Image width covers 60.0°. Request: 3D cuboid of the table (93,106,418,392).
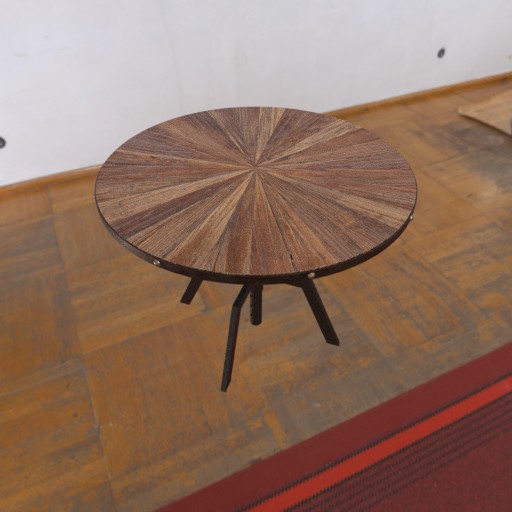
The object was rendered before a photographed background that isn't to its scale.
[{"bbox_3d":[0.000,0.000,1.472,0.885,0.658,0.885,0,41,0],"label":"table"}]
